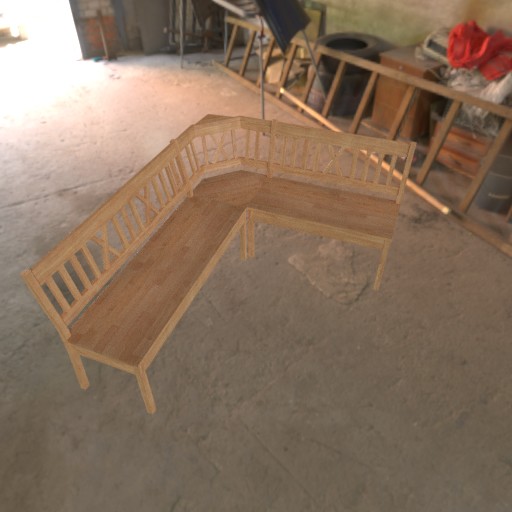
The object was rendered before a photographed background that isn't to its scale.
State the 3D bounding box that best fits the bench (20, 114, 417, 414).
[{"bbox_3d":[0.000,0.000,2.762,1.537,0.902,1.937,14,43,16],"label":"bench"}]
